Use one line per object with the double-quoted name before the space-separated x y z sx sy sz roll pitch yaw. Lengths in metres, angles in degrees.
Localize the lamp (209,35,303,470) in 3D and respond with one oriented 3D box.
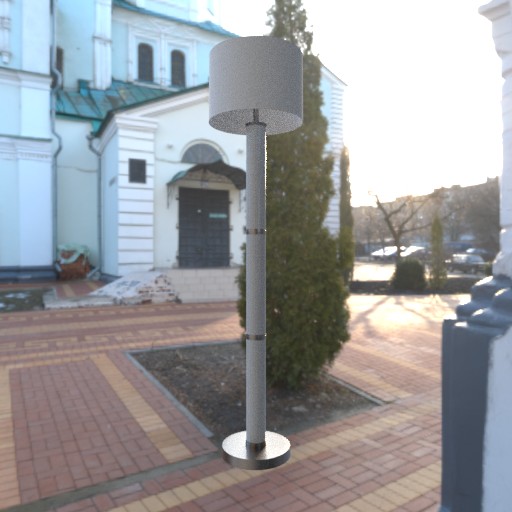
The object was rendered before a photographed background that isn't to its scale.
"lamp" 0.000 0.000 1.787 0.377 1.599 0.377 0 1 -18
